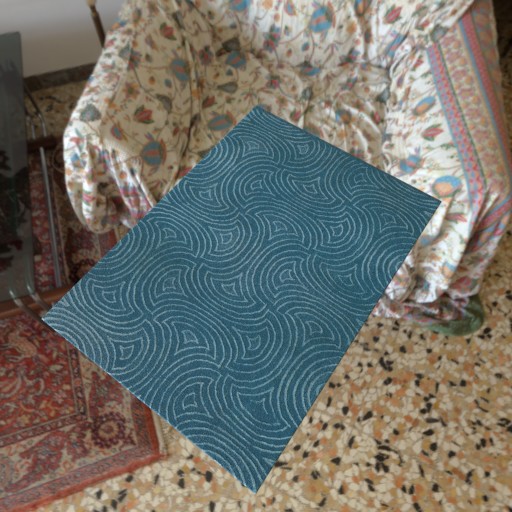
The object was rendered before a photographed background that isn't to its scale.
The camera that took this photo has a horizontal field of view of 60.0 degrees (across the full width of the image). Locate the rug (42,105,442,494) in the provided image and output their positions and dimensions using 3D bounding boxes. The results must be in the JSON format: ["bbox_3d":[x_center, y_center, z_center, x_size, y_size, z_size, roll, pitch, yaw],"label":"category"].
[{"bbox_3d":[0.000,0.000,2.789,1.543,0.015,2.144,32,66,16],"label":"rug"}]
